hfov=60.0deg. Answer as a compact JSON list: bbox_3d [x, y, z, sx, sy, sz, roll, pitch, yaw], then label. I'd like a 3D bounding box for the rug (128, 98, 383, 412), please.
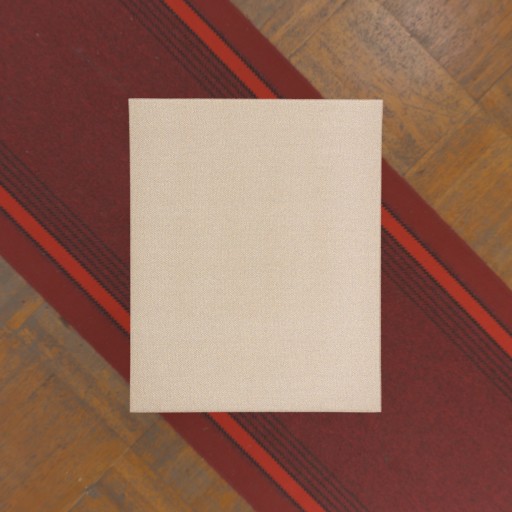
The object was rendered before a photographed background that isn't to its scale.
[{"bbox_3d":[0.000,0.000,4.295,2.462,0.018,3.039,0,90,0],"label":"rug"}]
